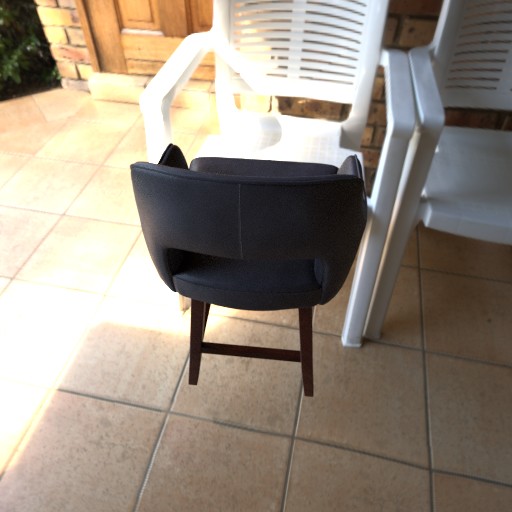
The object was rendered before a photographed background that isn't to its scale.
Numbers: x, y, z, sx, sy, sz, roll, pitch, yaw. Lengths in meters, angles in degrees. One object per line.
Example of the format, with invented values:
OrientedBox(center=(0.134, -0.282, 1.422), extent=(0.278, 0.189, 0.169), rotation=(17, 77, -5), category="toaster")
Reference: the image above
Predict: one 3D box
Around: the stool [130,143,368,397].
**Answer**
OrientedBox(center=(0.000, 0.000, 1.279), extent=(0.550, 0.936, 0.560), rotation=(4, 47, 4), category="stool")
